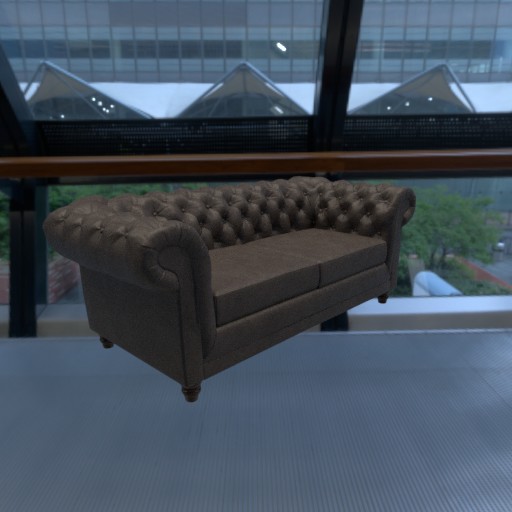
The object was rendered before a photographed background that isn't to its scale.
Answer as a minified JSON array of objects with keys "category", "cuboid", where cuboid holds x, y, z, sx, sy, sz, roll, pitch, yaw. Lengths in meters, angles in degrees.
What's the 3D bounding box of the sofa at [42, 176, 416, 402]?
[{"category":"sofa","cuboid":[0.000,0.000,2.540,0.944,0.779,2.048,14,20,42]}]
